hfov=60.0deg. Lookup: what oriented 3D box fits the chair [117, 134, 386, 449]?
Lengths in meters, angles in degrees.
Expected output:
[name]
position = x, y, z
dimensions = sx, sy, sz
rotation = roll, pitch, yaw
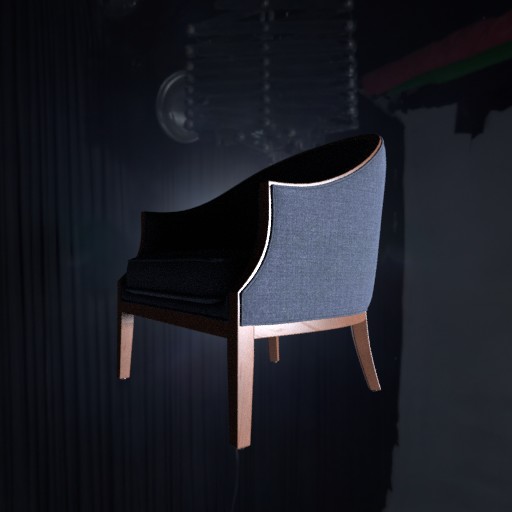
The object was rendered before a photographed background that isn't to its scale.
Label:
[chair]
position = 0.000, 0.000, 1.486
dimensions = 0.735, 0.876, 0.803
rotation = 1, -1, -36
